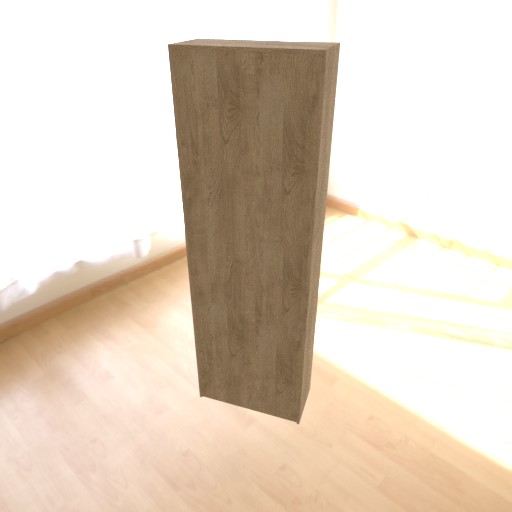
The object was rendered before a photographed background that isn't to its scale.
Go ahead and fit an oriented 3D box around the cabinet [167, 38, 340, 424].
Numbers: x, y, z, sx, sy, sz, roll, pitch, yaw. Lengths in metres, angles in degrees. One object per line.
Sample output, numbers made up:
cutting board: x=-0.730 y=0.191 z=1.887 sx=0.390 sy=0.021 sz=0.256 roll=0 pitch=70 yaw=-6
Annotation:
cabinet: x=0.000 y=0.000 z=1.875 sx=0.520 sy=1.630 sz=0.250 roll=10 pitch=32 yaw=16
